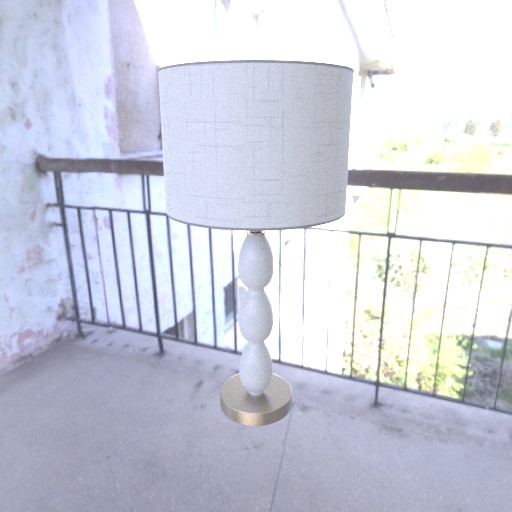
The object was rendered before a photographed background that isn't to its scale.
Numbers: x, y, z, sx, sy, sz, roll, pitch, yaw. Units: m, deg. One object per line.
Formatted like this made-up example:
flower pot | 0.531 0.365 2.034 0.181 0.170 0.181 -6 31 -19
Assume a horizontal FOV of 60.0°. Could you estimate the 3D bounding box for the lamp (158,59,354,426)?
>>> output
lamp | 0.000 0.000 0.726 0.280 0.559 0.282 8 19 23
